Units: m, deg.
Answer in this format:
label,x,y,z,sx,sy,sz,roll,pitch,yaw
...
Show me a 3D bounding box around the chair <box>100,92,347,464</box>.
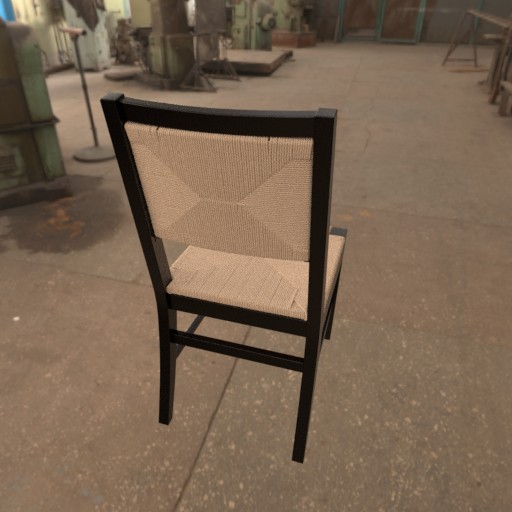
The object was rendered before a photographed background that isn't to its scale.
label,x,y,z,sx,sy,sz,roll,pitch,yaw
chair,0.000,0.000,1.219,0.437,0.927,0.552,9,33,15
